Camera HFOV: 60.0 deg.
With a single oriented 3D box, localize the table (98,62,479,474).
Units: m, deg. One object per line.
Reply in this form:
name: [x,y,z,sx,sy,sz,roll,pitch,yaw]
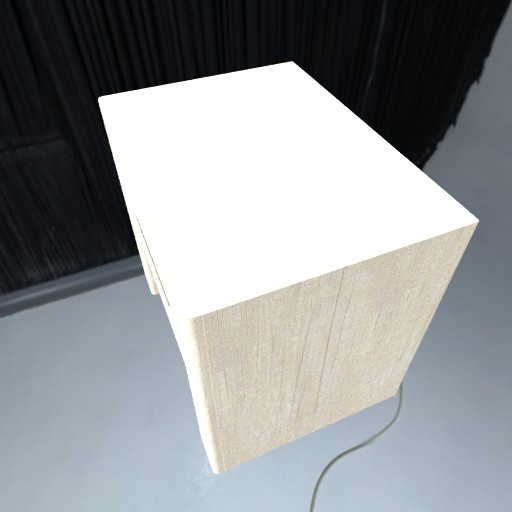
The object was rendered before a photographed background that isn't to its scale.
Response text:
table: [0.000,0.000,0.912,0.420,0.510,0.570,-17,48,-16]
